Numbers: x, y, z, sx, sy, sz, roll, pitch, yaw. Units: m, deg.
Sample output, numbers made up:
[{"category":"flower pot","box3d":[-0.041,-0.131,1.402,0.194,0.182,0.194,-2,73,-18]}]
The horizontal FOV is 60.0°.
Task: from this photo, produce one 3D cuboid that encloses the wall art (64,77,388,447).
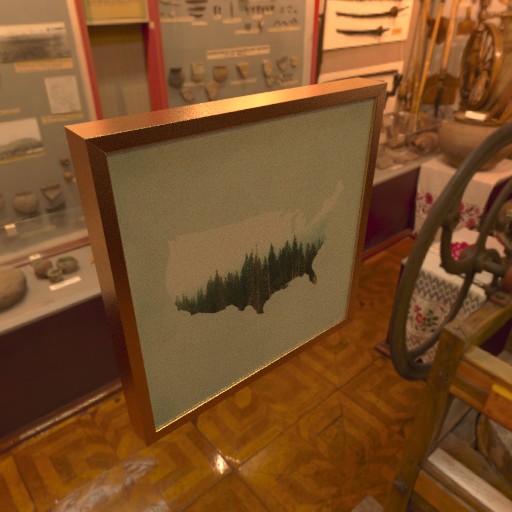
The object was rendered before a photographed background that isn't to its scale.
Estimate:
[{"category":"wall art","box3d":[0.000,0.000,0.449,0.304,0.304,0.038,-23,38,-32]}]
